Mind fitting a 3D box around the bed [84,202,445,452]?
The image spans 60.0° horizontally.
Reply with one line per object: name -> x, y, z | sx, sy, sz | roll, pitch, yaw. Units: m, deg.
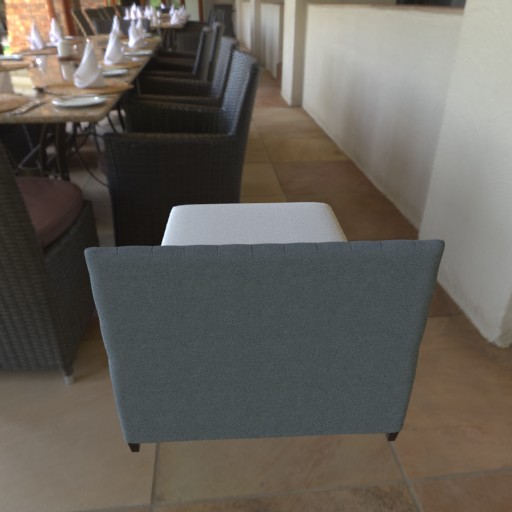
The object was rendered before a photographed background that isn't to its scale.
bed -> 0.000, 0.000, 3.377 | 1.698, 1.411, 2.335 | -1, 30, -2
